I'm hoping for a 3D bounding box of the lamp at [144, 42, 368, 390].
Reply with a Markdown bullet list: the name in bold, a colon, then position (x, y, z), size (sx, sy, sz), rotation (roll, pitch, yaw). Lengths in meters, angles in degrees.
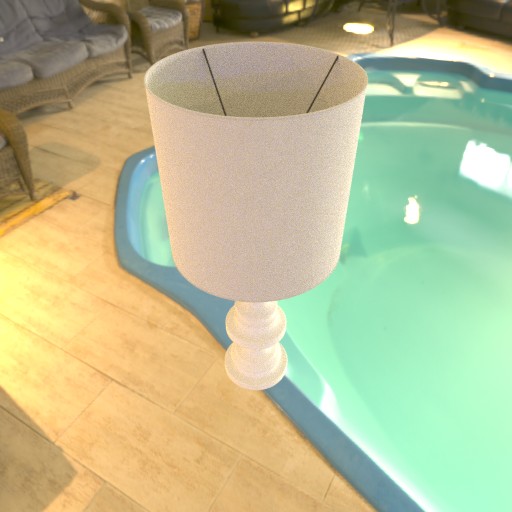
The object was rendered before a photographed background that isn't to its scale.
- **lamp**: position (0.000, 0.000, 0.567), size (0.208, 0.455, 0.208), rotation (25, 47, 27)
